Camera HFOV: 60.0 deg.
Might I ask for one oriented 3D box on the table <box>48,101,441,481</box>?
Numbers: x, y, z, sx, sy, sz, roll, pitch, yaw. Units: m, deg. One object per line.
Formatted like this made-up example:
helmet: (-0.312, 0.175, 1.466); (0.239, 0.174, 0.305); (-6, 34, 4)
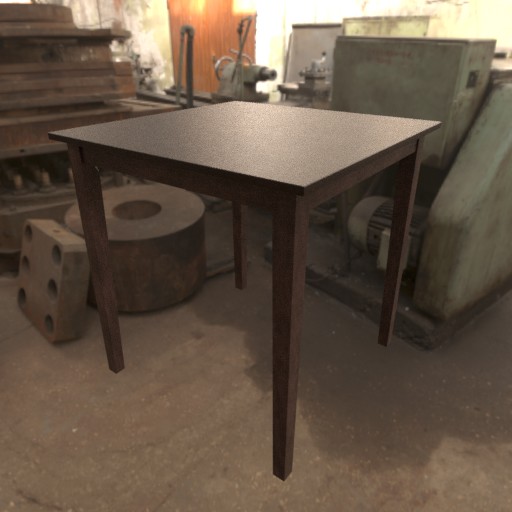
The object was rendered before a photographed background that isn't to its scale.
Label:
table: (0.000, 0.000, 1.354); (0.749, 0.770, 0.749); (18, 32, 32)
